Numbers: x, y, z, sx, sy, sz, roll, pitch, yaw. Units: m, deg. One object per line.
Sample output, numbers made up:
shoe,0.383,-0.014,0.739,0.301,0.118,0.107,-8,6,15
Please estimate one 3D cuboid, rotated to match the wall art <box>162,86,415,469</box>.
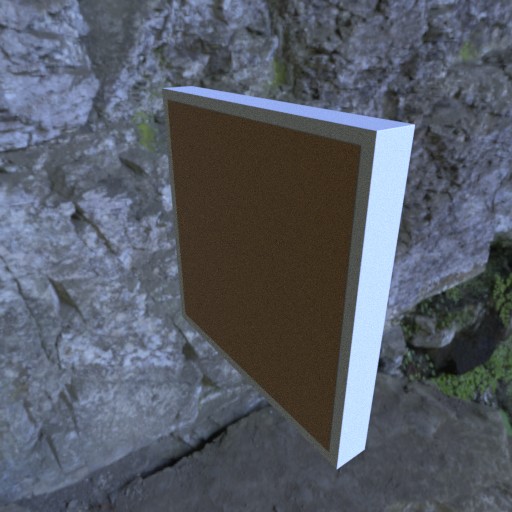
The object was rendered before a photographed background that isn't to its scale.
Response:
wall art,0.000,0.000,0.459,0.038,0.305,0.305,-18,32,-32
